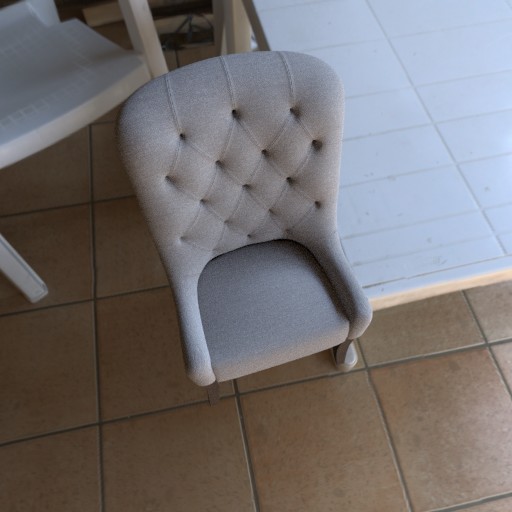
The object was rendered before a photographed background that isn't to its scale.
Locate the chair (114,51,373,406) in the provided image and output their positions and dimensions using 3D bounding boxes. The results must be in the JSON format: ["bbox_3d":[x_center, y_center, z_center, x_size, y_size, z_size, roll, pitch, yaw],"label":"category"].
[{"bbox_3d":[0.000,0.000,1.464,0.634,1.091,0.629,-15,63,-8],"label":"chair"}]
